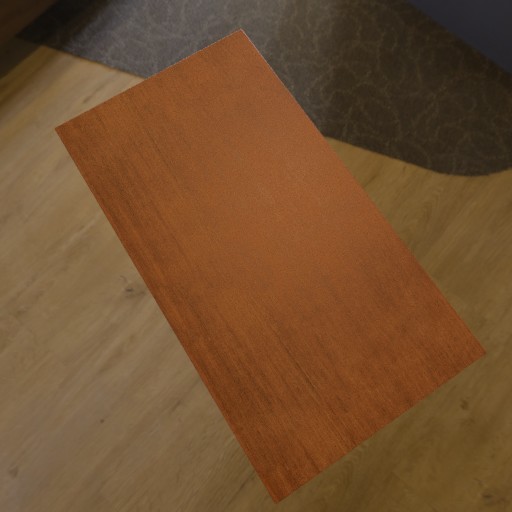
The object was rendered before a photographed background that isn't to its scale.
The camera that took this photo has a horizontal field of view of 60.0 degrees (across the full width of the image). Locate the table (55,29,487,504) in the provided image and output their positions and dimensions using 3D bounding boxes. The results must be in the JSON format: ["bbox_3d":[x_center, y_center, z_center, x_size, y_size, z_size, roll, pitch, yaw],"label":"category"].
[{"bbox_3d":[0.000,0.000,1.231,0.549,0.419,1.000,-32,77,-8],"label":"table"}]
